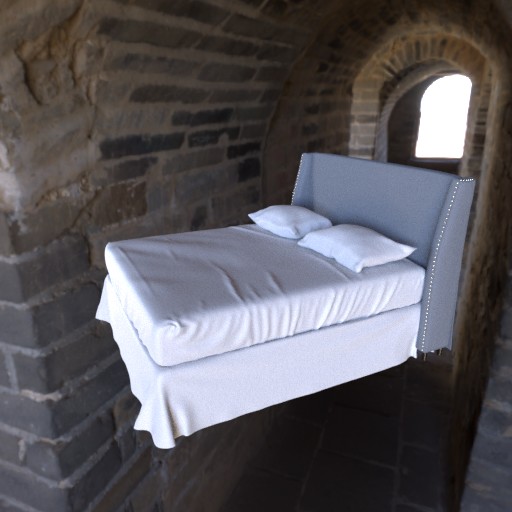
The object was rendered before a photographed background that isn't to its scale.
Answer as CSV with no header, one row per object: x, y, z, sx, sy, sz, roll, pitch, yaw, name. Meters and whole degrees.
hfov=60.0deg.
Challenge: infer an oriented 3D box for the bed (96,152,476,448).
0.000,0.000,3.401,2.276,1.332,1.925,-9,21,-25,bed
